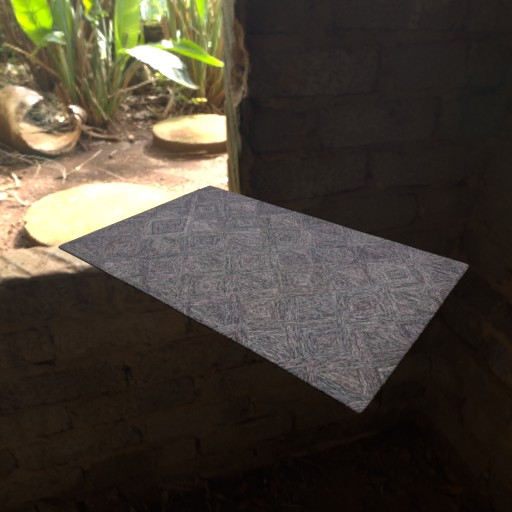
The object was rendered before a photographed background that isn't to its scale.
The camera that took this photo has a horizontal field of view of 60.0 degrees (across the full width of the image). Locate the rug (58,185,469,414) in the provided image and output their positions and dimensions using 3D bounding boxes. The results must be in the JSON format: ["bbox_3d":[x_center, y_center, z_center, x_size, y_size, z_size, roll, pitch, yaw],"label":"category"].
[{"bbox_3d":[0.000,0.000,2.233,1.752,0.013,1.158,21,36,33],"label":"rug"}]
